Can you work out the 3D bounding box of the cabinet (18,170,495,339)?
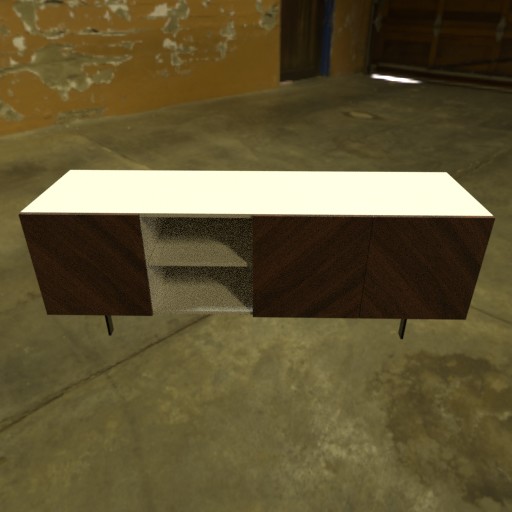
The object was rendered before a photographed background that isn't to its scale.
[{"bbox_3d":[0.000,0.000,1.710,1.499,0.533,0.431,1,30,1],"label":"cabinet"}]
